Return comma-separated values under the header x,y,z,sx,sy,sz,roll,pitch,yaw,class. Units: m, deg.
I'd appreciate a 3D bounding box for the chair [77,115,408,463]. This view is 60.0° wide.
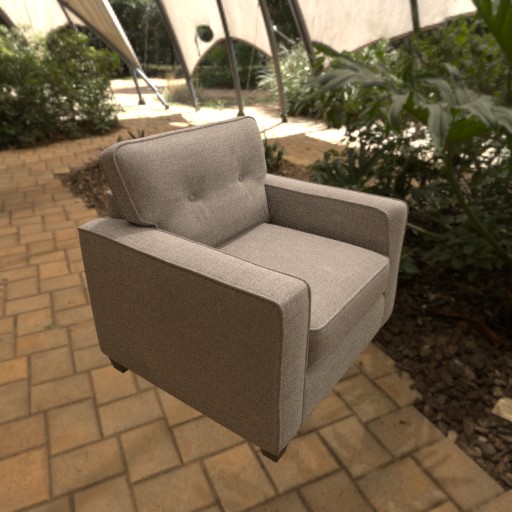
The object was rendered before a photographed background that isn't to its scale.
x,y,z,sx,sy,sz,roll,pitch,yaw,class
0.000,0.000,1.811,0.939,0.965,1.015,18,31,32,chair
